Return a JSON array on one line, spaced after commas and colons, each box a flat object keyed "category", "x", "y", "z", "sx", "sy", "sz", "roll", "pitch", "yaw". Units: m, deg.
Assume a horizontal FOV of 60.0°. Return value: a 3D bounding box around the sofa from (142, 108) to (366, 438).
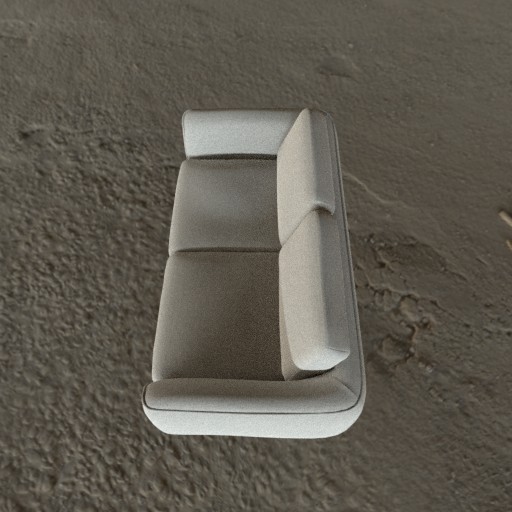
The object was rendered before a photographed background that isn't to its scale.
[{"category": "sofa", "x": 0.000, "y": 0.000, "z": 2.247, "sx": 0.920, "sy": 0.850, "sz": 1.700, "roll": 1, "pitch": 58, "yaw": 0}]
